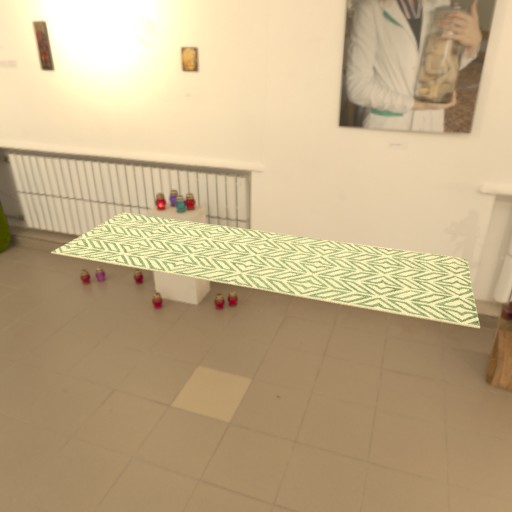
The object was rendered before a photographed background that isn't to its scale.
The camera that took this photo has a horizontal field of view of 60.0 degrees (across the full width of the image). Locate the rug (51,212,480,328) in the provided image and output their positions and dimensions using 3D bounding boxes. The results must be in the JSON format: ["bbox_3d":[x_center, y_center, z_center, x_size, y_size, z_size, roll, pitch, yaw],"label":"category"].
[{"bbox_3d":[0.000,0.000,2.707,2.435,0.009,0.750,9,27,17],"label":"rug"}]
